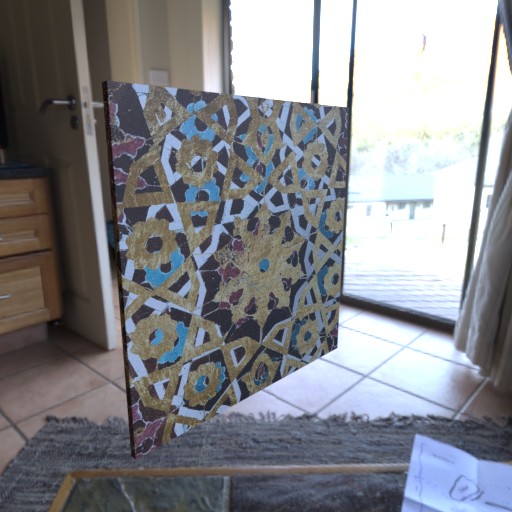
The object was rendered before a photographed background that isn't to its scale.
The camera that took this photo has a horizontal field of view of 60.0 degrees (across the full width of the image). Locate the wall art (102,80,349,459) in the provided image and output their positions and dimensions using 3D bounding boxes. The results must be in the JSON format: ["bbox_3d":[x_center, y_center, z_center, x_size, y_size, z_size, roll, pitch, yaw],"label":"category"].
[{"bbox_3d":[0.000,0.000,0.601,0.010,0.406,0.404,13,19,43],"label":"wall art"}]
